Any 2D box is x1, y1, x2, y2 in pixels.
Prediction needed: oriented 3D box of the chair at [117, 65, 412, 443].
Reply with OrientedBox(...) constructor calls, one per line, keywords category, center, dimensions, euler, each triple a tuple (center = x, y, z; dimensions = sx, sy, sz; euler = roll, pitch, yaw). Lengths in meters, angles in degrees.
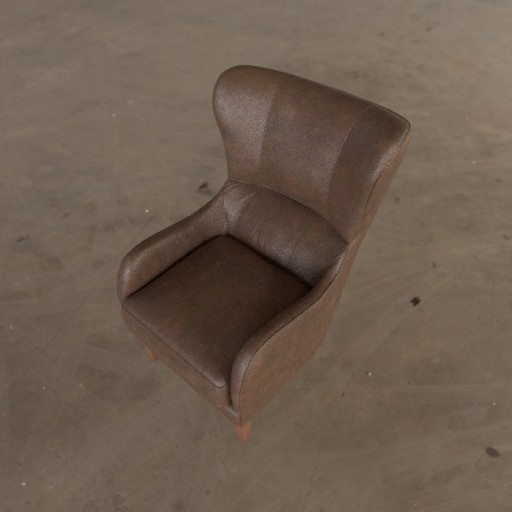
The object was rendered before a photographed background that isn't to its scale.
OrientedBox(category="chair", center=(0.000, 0.000, 1.611), dimensions=(0.692, 1.048, 0.914), euler=(32, 54, 28))
